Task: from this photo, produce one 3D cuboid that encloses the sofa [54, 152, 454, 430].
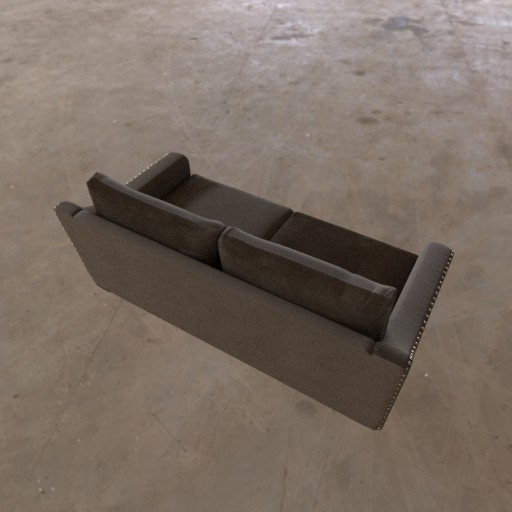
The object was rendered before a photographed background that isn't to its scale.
[{"bbox_3d":[0.000,0.000,3.338,2.550,1.196,1.336,23,49,21],"label":"sofa"}]
